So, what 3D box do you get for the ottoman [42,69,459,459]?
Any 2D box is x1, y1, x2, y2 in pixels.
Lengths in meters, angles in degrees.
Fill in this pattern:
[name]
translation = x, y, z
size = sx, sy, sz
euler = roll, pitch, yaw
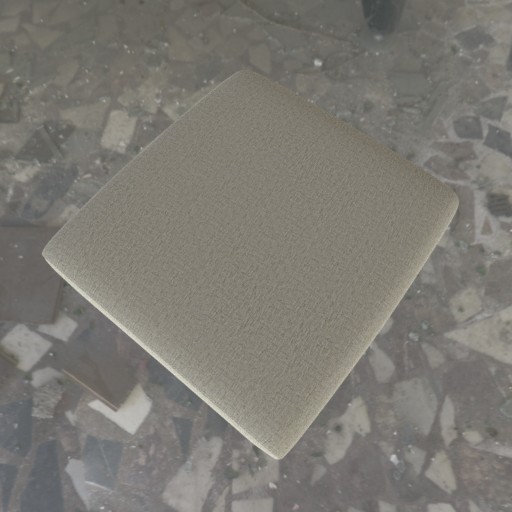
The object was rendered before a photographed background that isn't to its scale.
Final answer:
[ottoman]
translation = 0.000, 0.000, 1.061
size = 0.648, 0.399, 0.655
euler = 36, 70, 15
